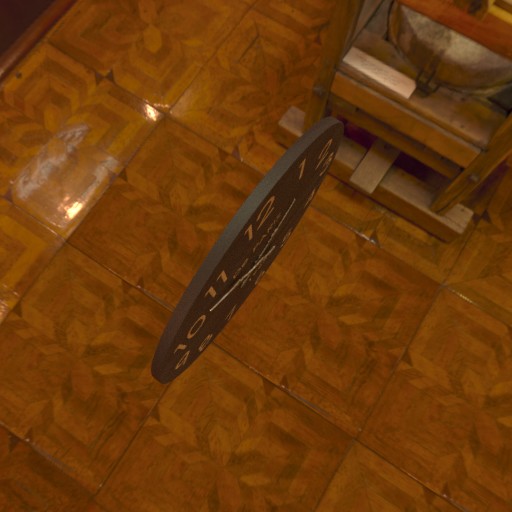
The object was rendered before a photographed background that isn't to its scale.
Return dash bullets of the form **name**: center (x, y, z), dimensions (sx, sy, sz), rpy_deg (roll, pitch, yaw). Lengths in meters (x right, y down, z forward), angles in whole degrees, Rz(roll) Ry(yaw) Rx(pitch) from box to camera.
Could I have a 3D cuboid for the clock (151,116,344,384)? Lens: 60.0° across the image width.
- **clock**: center (0.000, 0.000, 0.883), dimensions (0.029, 0.595, 0.595), rpy_deg (35, 79, 8)
